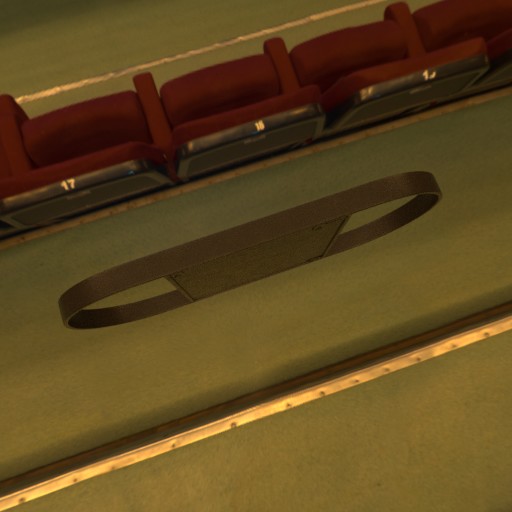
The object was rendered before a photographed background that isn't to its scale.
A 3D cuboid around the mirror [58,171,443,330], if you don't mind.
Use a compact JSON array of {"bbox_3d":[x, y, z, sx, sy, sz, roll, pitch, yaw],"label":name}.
[{"bbox_3d":[0.000,0.000,0.674,0.584,0.254,0.032,-19,77,-4],"label":"mirror"}]
